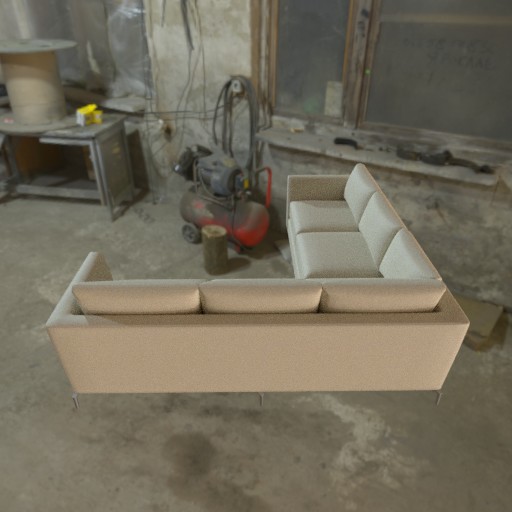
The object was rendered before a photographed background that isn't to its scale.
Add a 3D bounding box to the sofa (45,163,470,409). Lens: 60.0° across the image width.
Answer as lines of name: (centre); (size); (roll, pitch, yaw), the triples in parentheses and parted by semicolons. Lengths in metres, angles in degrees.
sofa: (0.000, 0.000, 3.679); (2.448, 0.867, 2.430); (0, 31, -1)
